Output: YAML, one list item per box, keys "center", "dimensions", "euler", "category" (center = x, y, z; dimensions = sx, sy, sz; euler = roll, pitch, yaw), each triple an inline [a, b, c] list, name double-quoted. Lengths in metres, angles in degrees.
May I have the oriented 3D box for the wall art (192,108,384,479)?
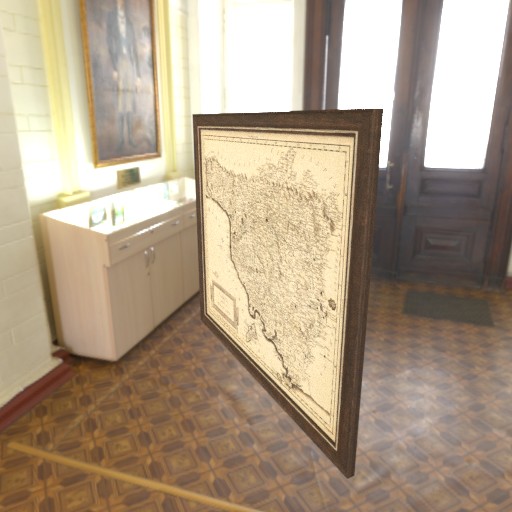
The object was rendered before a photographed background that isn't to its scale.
- center: [0.000, 0.000, 1.417]
  dimensions: [0.023, 0.875, 1.033]
  euler: [-9, 19, -26]
  category: "wall art"
